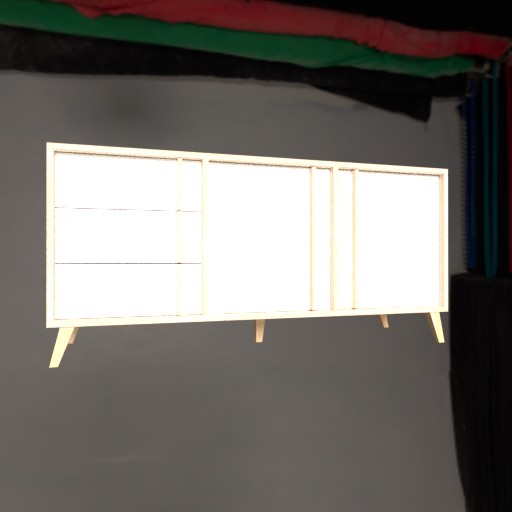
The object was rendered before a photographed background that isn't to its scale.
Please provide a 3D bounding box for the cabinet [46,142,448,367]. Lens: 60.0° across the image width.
[{"bbox_3d":[0.000,0.000,1.998,1.649,0.780,0.500,0,0,-16],"label":"cabinet"}]
